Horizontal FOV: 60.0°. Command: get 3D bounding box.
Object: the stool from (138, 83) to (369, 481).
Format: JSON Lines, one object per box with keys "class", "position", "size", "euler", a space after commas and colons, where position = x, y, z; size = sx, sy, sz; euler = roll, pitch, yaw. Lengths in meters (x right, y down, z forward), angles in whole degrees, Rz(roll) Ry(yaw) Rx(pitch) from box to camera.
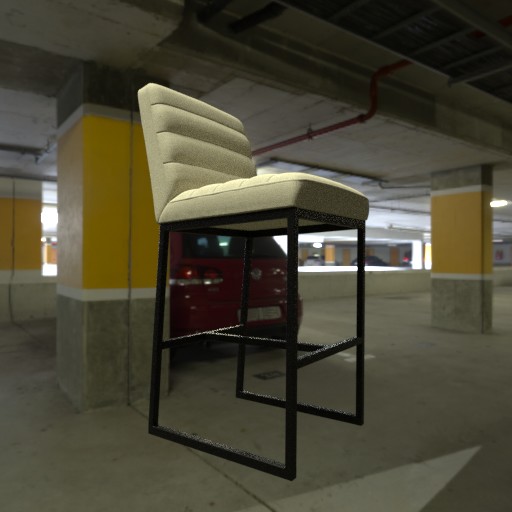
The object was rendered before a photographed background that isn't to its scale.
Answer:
{"class": "stool", "position": [0.000, 0.000, 1.345], "size": [0.560, 1.040, 0.460], "euler": [0, -1, 35]}
